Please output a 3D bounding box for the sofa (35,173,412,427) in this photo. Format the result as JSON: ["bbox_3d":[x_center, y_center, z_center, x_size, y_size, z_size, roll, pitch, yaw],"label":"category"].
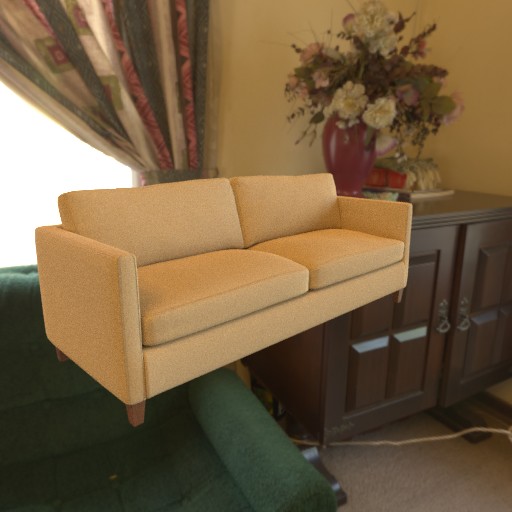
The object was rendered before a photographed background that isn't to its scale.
[{"bbox_3d":[0.000,0.000,2.836,2.361,0.968,0.951,-13,19,-42],"label":"sofa"}]
